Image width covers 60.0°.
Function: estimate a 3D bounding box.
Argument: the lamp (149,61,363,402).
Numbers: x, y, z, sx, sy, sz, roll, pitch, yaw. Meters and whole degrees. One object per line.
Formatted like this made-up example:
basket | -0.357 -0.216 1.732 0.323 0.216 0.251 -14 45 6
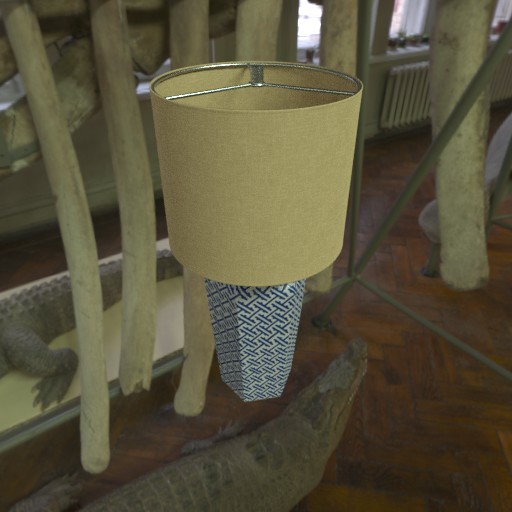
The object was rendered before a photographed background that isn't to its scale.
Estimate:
lamp | 0.000 0.000 0.854 0.320 0.682 0.320 -22 39 -29
